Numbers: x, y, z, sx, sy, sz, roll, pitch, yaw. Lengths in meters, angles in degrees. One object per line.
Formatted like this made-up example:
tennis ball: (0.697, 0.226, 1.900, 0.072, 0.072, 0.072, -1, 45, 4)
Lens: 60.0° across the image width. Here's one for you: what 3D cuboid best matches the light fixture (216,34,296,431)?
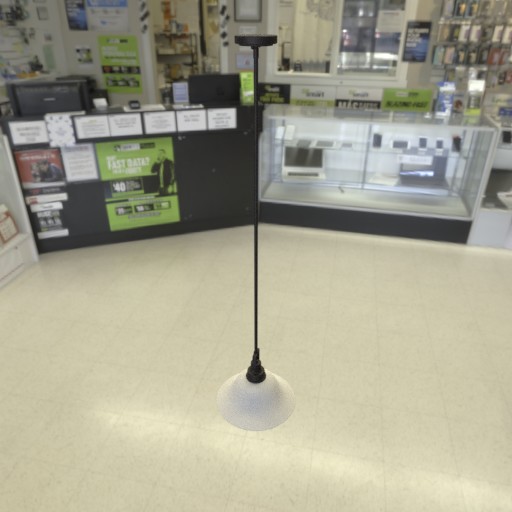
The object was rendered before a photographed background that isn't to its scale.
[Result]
light fixture: (0.000, 0.000, 1.499, 0.324, 1.337, 0.324, 7, 30, 13)
